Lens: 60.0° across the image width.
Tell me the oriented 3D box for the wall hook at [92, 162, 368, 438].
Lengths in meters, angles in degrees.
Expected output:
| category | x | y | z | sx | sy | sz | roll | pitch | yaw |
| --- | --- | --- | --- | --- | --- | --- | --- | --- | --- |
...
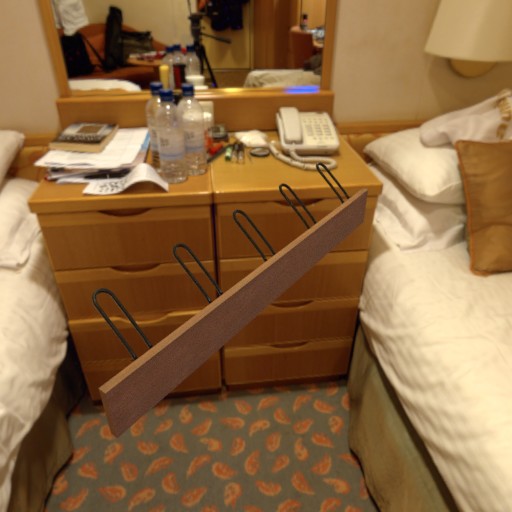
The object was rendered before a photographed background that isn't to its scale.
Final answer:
| category | x | y | z | sx | sy | sz | roll | pitch | yaw |
| --- | --- | --- | --- | --- | --- | --- | --- | --- | --- |
| wall hook | 0.000 | 0.000 | 0.607 | 0.076 | 0.116 | 0.554 | 22 | 38 | 30 |
